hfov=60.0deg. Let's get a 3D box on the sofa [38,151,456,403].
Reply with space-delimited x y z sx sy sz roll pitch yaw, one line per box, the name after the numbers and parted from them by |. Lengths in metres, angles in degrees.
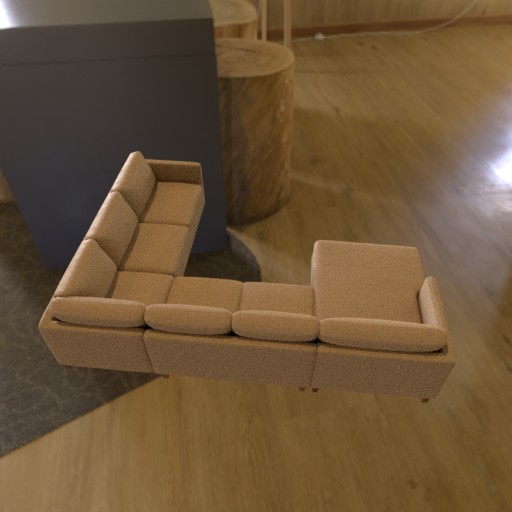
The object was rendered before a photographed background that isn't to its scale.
0.000 0.000 4.567 3.403 0.889 2.551 4 46 4 | sofa
